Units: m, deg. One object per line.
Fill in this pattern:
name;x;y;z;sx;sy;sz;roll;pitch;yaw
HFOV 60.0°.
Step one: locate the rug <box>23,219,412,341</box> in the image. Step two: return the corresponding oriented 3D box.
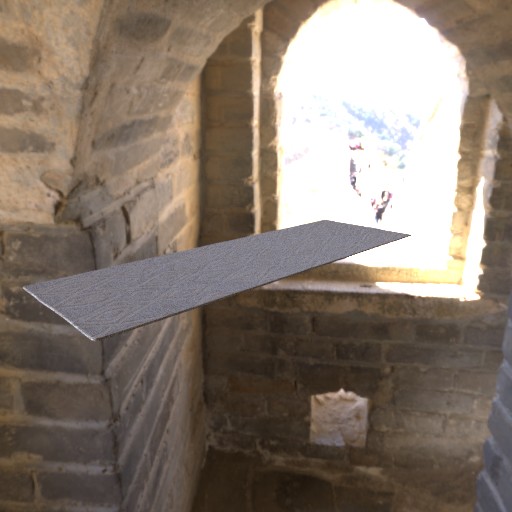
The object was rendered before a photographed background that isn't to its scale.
rug;0.000;0.000;2.718;2.436;0.013;0.807;-15;22;-42
